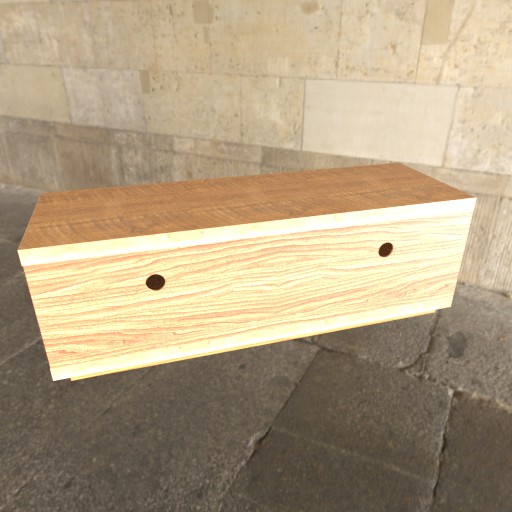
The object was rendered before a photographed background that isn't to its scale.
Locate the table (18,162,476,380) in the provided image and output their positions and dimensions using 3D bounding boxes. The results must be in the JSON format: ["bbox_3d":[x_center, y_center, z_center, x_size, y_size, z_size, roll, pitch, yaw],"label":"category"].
[{"bbox_3d":[0.000,0.000,1.716,1.499,0.491,0.499,-8,28,-15],"label":"table"}]
